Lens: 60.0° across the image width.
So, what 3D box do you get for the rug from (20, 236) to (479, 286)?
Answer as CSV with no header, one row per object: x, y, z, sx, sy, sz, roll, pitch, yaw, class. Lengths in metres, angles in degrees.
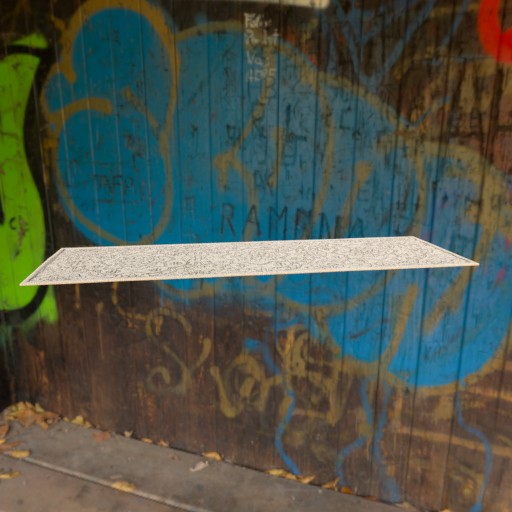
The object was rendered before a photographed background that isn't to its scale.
0.000,0.000,2.691,2.448,0.012,0.769,-2,15,-8,rug
